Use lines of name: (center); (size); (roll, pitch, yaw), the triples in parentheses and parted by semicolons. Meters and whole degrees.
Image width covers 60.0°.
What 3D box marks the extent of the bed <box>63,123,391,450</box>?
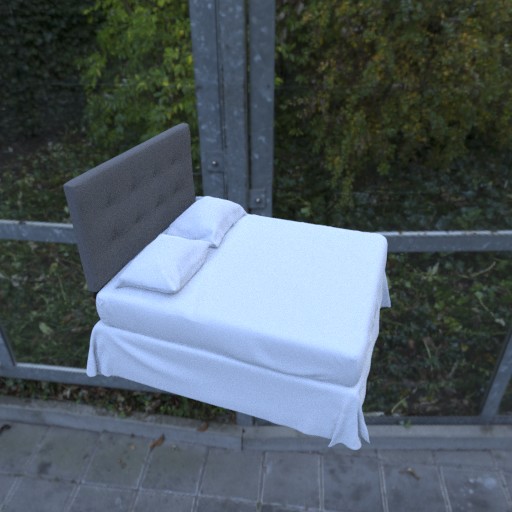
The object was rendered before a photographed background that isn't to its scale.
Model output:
bed: (0.000, 0.000, 3.584); (2.222, 1.577, 1.936); (10, 33, 17)
